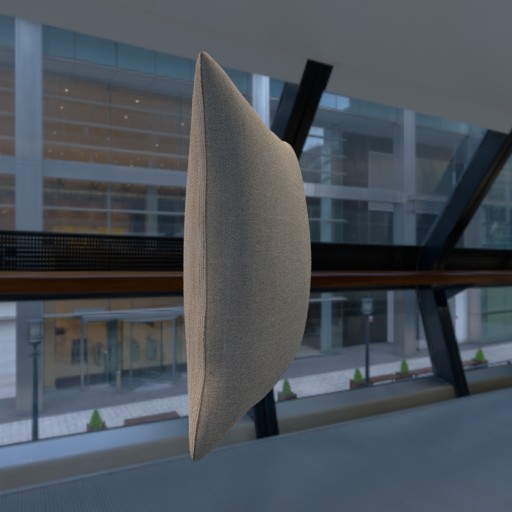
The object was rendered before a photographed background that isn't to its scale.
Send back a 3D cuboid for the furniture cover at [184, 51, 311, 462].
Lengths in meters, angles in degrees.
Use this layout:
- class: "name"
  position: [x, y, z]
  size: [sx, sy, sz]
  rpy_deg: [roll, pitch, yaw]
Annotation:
- class: "furniture cover"
  position: [0.000, 0.000, 0.783]
  size: [0.178, 0.506, 0.512]
  rpy_deg: [0, 0, 16]
